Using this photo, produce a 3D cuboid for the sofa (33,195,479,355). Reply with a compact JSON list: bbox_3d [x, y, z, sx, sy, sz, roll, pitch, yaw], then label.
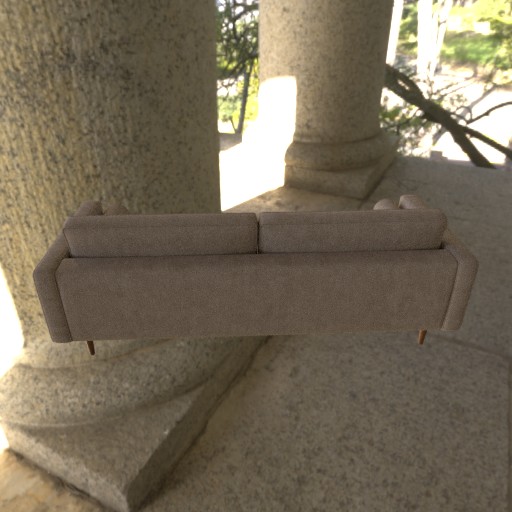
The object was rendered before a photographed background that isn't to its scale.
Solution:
[{"bbox_3d":[0.000,0.000,2.627,2.200,0.770,0.919,-1,30,-2],"label":"sofa"}]
